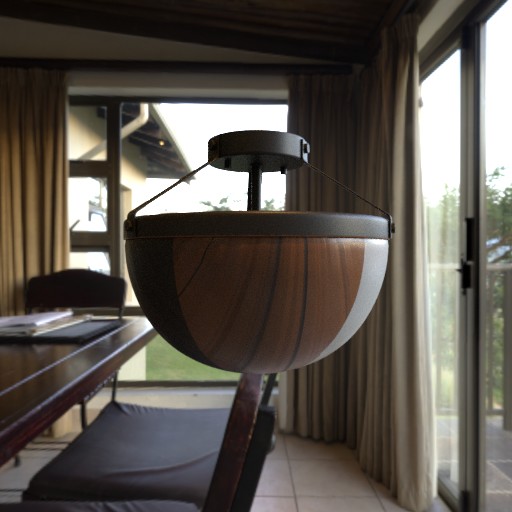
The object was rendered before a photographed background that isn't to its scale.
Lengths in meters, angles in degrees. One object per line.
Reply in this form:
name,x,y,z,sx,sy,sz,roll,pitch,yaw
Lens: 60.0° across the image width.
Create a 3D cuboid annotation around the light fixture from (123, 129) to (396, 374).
light fixture,0.000,0.000,0.528,0.304,0.269,0.304,0,0,0
